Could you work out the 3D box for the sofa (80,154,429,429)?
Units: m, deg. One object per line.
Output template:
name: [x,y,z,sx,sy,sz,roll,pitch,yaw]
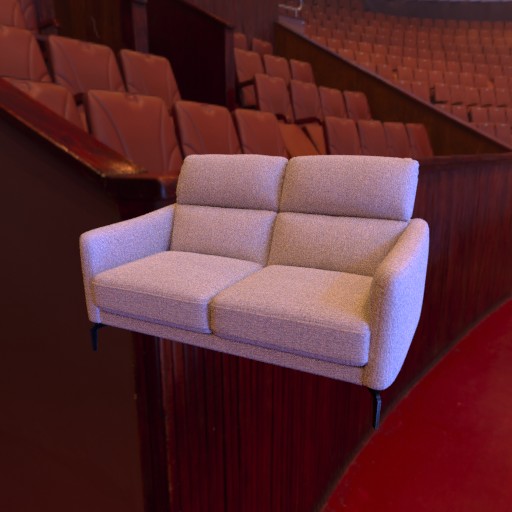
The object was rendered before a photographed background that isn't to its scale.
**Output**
sofa: [0.000,0.000,2.172,1.540,0.950,0.905,7,16,25]
